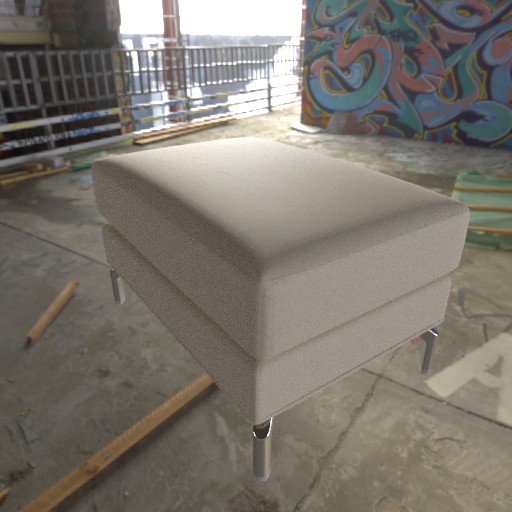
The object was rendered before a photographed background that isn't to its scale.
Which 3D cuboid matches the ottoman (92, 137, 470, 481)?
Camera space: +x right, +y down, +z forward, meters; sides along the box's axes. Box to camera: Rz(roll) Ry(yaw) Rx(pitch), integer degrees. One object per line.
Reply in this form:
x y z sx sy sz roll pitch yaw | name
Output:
0.000 0.000 1.189 0.581 0.497 0.835 -18 31 -31 | ottoman
